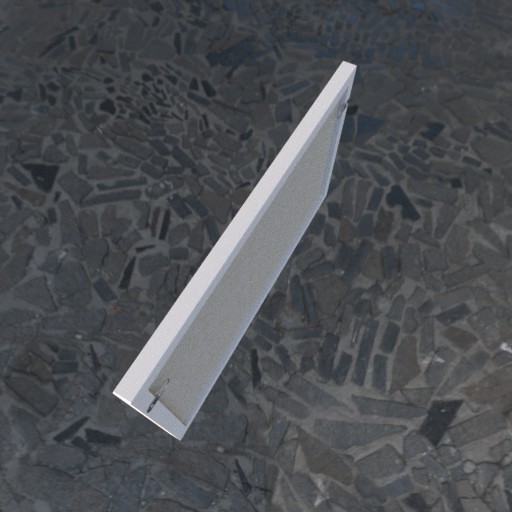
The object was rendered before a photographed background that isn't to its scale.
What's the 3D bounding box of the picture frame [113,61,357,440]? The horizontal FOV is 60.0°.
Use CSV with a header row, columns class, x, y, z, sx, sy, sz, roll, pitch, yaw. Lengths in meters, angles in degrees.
class,x,y,z,sx,sy,sz,roll,pitch,yaw
picture frame,0.000,0.000,0.804,0.044,0.379,0.647,26,65,13
